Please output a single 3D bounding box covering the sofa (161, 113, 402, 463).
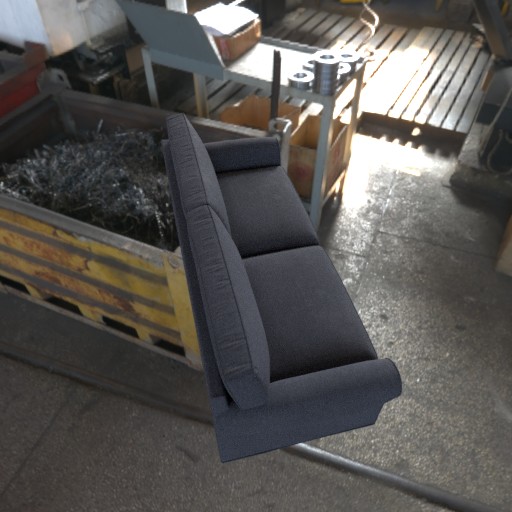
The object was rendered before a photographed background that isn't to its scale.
[{"bbox_3d":[0.000,0.000,2.960,0.954,1.026,2.391,-10,47,-10],"label":"sofa"}]
